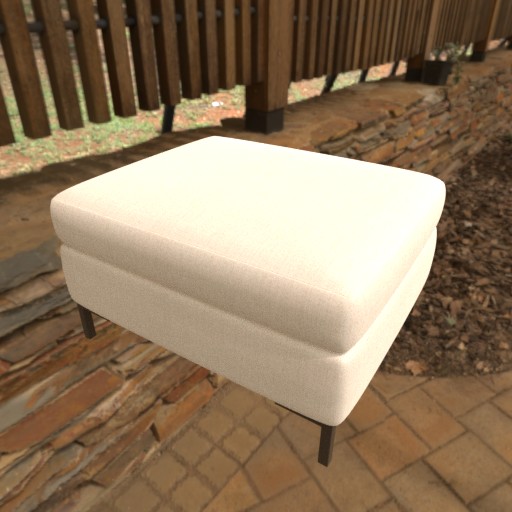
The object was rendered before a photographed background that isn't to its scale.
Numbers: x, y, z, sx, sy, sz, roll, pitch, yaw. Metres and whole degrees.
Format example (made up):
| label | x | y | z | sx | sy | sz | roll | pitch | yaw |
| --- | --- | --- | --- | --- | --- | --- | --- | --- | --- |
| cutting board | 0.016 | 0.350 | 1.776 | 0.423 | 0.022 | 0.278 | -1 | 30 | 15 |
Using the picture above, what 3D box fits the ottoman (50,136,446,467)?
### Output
| label | x | y | z | sx | sy | sz | roll | pitch | yaw |
| --- | --- | --- | --- | --- | --- | --- | --- | --- | --- |
| ottoman | 0.000 | 0.000 | 1.174 | 0.794 | 0.453 | 0.657 | 18 | 34 | 28 |
